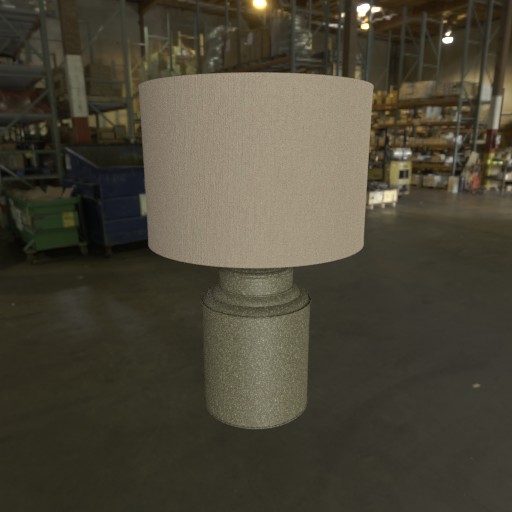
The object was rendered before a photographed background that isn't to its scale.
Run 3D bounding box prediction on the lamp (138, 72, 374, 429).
[{"bbox_3d":[0.000,0.000,0.679,0.318,0.486,0.318,0,15,0],"label":"lamp"}]
